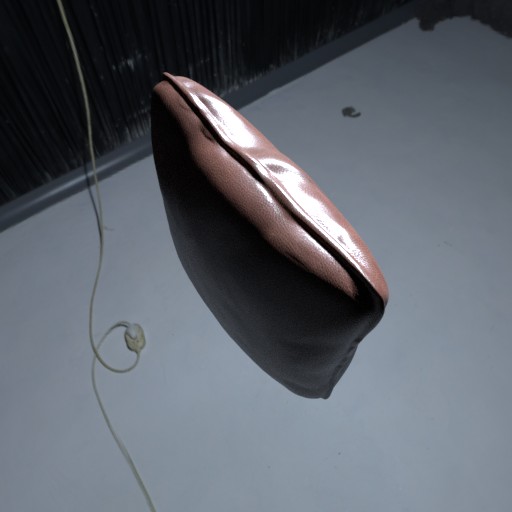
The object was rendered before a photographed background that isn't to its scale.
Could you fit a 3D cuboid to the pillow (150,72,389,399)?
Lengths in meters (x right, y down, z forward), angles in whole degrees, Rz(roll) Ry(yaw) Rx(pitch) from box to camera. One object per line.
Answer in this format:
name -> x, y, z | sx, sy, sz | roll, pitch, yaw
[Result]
pillow -> 0.000, 0.000, 0.833 | 0.236, 0.523, 0.532 | -32, 64, -18
